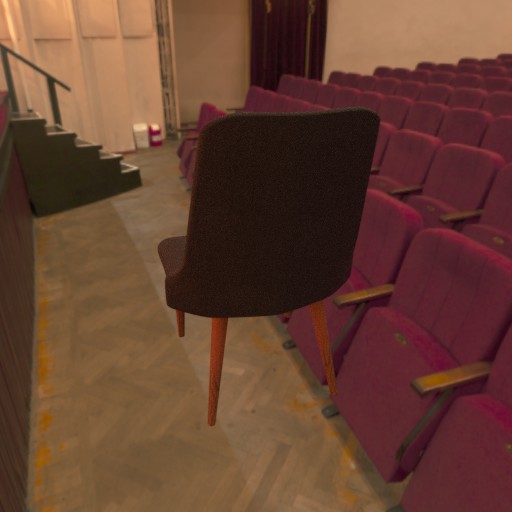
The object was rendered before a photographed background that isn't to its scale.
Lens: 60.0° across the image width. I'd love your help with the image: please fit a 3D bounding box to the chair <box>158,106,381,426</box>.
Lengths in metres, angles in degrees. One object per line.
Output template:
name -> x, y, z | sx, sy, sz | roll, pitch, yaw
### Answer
chair -> 0.000, 0.000, 1.186 | 0.504, 0.820, 0.567 | -8, 27, -16
